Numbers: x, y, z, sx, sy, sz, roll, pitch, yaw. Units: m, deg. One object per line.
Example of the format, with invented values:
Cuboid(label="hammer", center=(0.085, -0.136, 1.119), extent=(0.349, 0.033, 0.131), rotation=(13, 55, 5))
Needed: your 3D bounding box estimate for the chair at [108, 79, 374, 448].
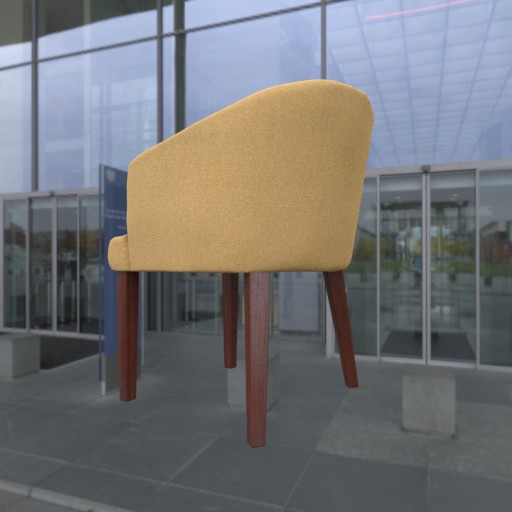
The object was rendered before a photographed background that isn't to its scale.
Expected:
Cuboid(label="chair", center=(0.000, 0.000, 1.264), extent=(0.655, 0.811, 0.583), rotation=(0, 0, 36))
